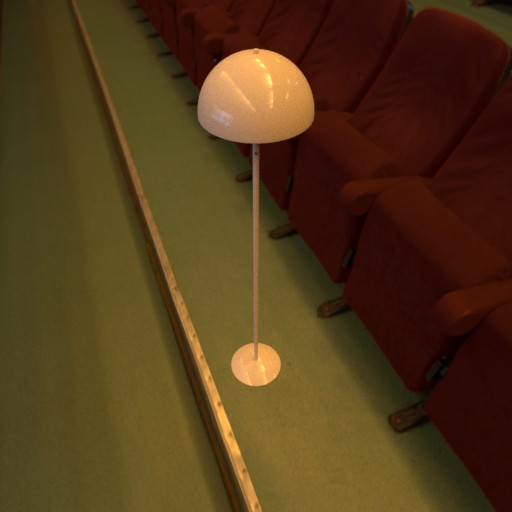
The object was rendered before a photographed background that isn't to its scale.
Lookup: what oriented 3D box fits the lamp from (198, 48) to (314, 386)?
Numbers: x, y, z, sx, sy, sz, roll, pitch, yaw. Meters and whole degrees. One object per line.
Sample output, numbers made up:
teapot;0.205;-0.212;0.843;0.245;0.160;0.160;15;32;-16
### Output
lamp;0.000;0.000;1.650;0.328;1.480;0.328;-16;47;-16
